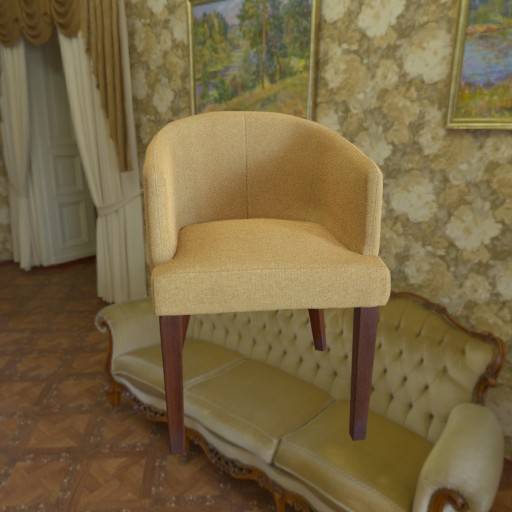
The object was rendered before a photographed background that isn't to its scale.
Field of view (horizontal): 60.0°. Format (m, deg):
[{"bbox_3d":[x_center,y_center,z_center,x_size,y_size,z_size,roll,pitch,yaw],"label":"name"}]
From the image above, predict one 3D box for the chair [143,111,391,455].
[{"bbox_3d":[0.000,0.000,1.262,0.583,0.811,0.655,-2,16,-7],"label":"chair"}]
